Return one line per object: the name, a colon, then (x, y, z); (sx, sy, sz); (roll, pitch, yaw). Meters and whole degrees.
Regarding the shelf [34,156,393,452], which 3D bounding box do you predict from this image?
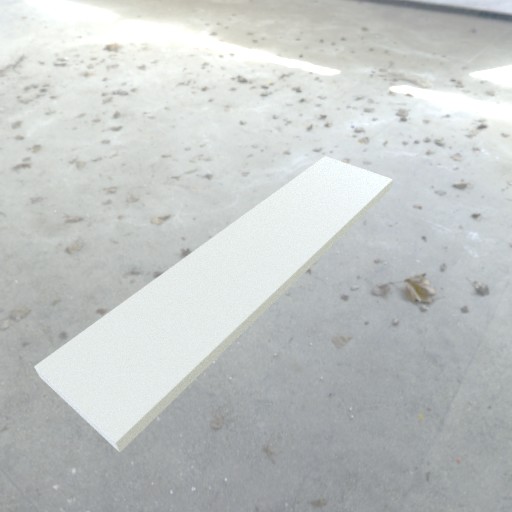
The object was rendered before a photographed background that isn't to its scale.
shelf: (0.000, 0.000, 0.641); (0.140, 0.020, 0.610); (27, 47, 28)
